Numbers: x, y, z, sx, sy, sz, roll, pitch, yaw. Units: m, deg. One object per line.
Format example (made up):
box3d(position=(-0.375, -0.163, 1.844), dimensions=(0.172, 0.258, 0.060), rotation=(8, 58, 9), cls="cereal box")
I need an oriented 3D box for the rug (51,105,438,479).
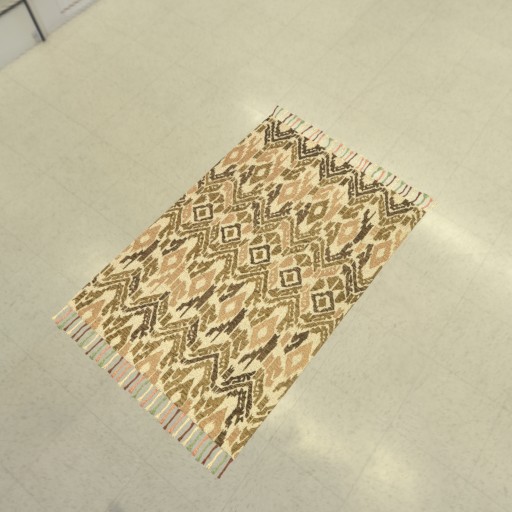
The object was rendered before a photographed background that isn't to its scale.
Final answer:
box3d(position=(0.000, 0.000, 3.102), dimensions=(1.524, 0.008, 2.438), rotation=(37, 69, 16), cls="rug")
